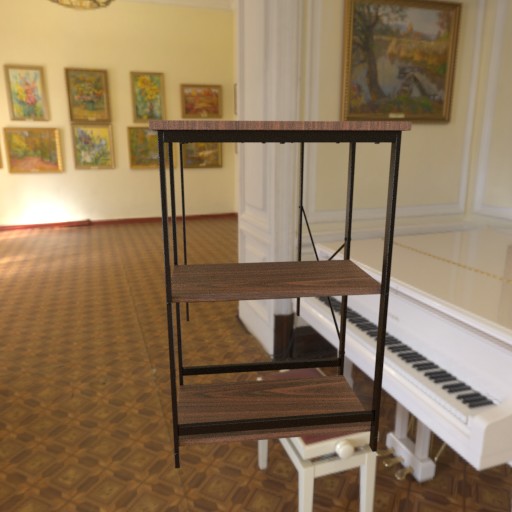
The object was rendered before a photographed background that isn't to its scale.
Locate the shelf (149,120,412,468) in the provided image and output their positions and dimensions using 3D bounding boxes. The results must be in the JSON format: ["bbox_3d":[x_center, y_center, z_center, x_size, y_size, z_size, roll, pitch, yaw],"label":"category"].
[{"bbox_3d":[0.000,0.000,1.354,0.498,0.750,0.902,-2,14,-7],"label":"shelf"}]
